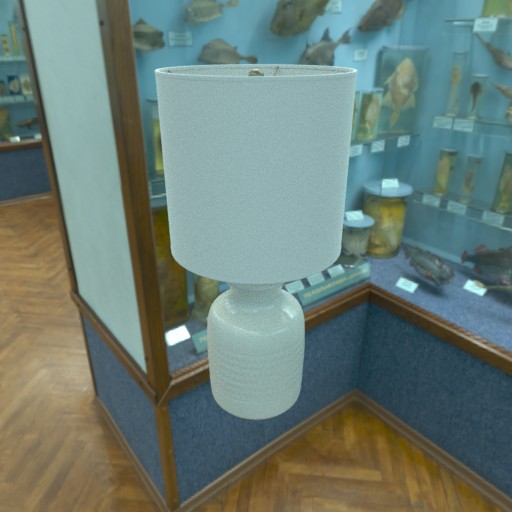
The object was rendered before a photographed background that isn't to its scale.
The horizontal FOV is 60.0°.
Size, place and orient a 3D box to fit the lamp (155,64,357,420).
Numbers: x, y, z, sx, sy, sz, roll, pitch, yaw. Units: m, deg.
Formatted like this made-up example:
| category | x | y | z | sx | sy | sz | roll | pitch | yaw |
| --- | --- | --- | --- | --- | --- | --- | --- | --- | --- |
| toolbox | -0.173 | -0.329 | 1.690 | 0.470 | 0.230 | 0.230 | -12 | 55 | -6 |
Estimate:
| category | x | y | z | sx | sy | sz | roll | pitch | yaw |
| --- | --- | --- | --- | --- | --- | --- | --- | --- | --- |
| lamp | 0.000 | 0.000 | 0.504 | 0.188 | 0.392 | 0.188 | -18 | 31 | -32 |
